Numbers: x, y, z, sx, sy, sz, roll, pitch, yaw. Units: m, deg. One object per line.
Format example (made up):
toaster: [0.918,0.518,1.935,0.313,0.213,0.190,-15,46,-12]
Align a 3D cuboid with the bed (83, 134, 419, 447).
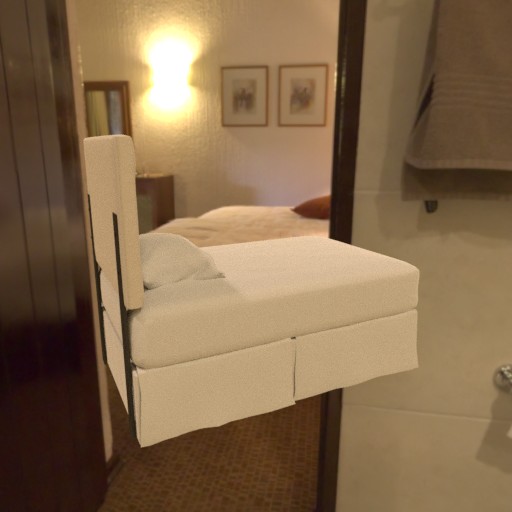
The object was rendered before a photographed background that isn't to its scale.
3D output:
bed: [0.000,0.000,3.038,1.997,1.571,1.261,-7,16,-26]
